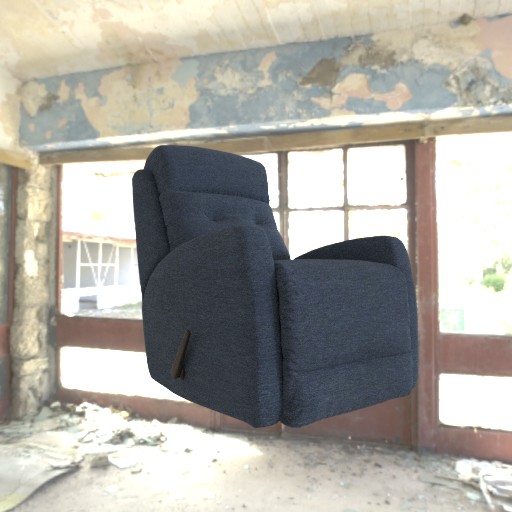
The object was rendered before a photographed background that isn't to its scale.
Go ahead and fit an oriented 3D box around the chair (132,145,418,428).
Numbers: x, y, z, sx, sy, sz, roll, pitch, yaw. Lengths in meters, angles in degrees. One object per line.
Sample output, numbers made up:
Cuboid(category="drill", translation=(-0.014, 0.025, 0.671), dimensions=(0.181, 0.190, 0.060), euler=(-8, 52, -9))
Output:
Cuboid(category="chair", translation=(0.000, 0.000, 1.730), dimensions=(0.798, 1.013, 1.043), euler=(1, -2, -36))
